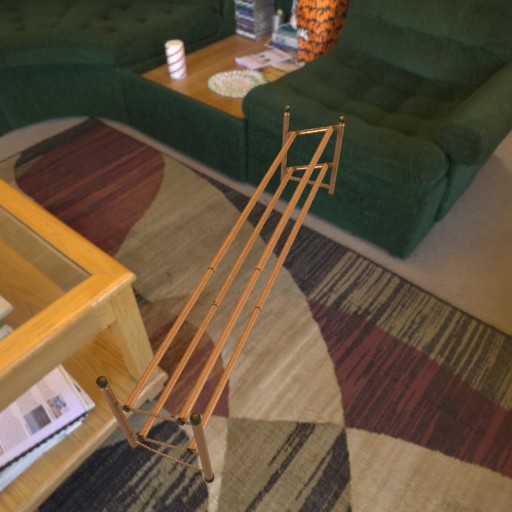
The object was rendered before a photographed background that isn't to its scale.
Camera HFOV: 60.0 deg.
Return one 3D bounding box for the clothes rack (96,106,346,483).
[{"bbox_3d":[0.000,0.000,1.332,0.229,0.349,1.168,16,49,14],"label":"clothes rack"}]
